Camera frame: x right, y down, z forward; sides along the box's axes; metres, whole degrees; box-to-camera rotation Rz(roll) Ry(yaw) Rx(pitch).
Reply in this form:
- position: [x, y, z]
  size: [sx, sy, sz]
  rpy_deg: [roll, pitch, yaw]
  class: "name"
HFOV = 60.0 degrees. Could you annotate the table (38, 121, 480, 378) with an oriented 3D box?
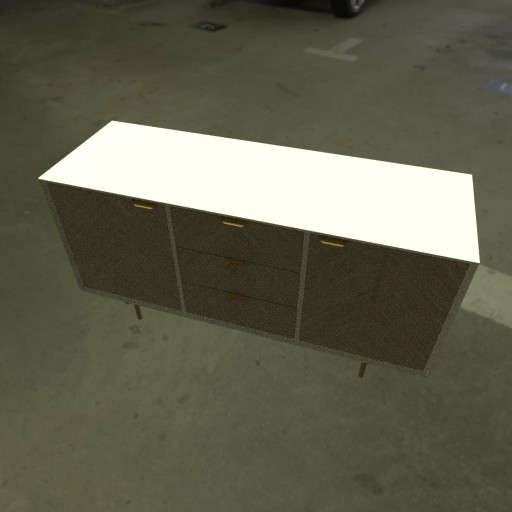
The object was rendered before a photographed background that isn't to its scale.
- position: [0.000, 0.000, 1.869]
  size: [1.500, 0.769, 0.508]
  rpy_deg: [12, 43, 13]
  class: "table"
